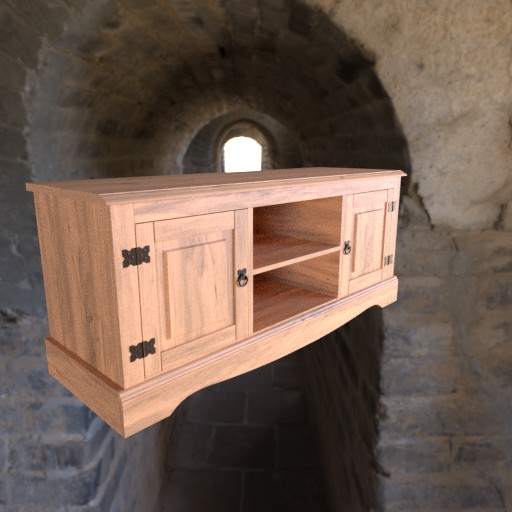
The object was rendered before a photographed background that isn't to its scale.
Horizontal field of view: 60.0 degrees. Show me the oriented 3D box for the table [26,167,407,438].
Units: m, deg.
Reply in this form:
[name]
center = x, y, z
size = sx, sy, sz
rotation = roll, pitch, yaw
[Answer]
[table]
center = 0.000, 0.000, 1.423
size = 0.400, 0.510, 1.200
rotation = 13, 19, 43
